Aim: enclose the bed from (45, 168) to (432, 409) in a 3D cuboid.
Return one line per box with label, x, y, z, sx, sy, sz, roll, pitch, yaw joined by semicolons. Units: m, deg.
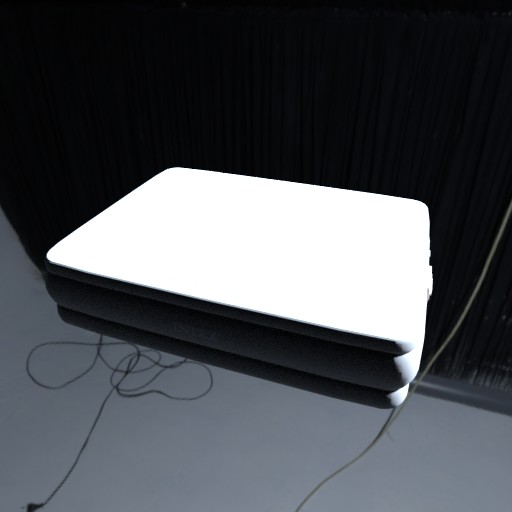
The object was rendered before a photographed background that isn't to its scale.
bed;0.000;0.000;2.723;2.036;0.460;1.520;11;34;17
